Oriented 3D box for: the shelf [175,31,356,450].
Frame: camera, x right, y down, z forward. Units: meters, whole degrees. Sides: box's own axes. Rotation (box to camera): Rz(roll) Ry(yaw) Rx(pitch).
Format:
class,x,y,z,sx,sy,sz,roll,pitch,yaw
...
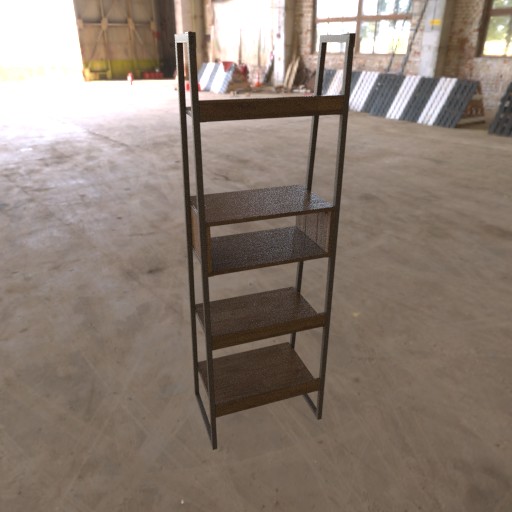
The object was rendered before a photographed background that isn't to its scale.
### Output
class,x,y,z,sx,sy,sz,roll,pitch,yaw
shelf,0.000,0.000,2.229,0.652,2.005,0.454,-9,27,-18
